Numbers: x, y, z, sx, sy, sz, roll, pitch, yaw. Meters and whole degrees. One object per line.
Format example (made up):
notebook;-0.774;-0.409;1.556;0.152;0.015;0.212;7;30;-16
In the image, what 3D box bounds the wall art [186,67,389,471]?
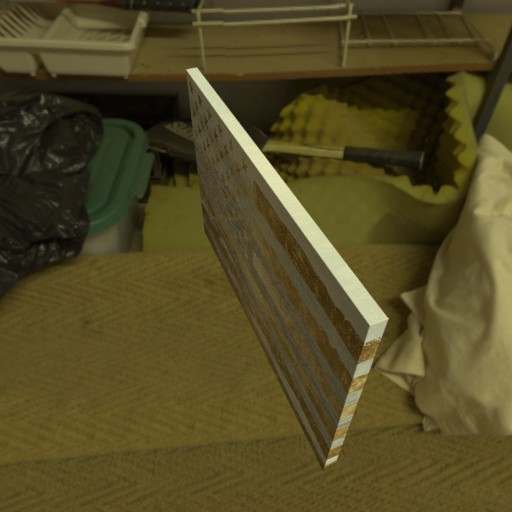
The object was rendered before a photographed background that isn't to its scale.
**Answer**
wall art;0.000;0.000;1.433;0.041;0.762;1.145;-17;49;-15
